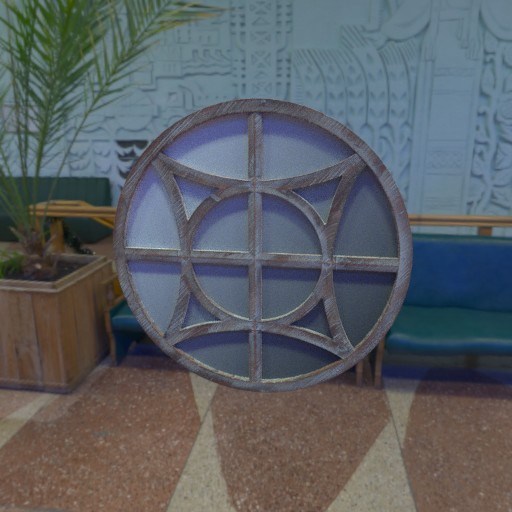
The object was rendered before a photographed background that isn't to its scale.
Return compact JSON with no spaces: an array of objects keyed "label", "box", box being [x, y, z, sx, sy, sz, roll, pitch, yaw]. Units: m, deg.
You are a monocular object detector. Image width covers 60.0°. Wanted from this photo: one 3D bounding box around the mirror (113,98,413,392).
[{"label":"mirror","box":[0.000,0.000,1.061,0.710,0.710,0.038,2,15,9]}]
